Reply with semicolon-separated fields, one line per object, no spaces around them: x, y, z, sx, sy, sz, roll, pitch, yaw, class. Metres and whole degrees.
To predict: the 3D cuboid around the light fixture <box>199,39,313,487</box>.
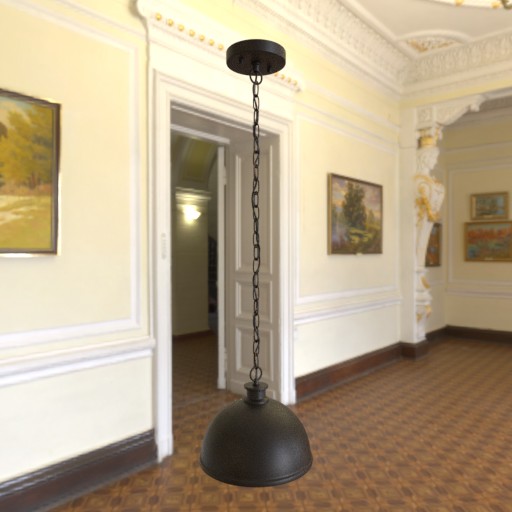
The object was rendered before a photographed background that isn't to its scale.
0.000;0.000;1.193;0.304;1.090;0.304;0;0;-36;light fixture
